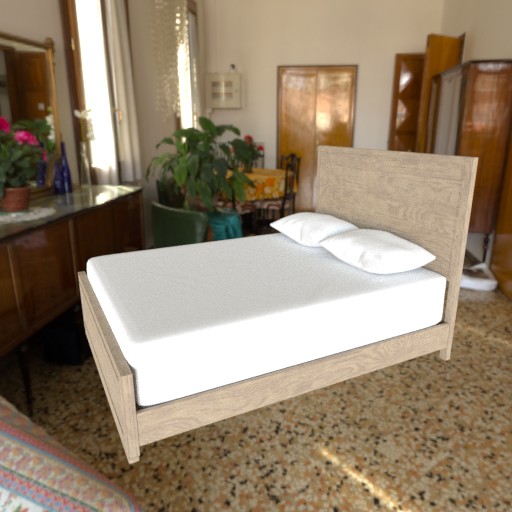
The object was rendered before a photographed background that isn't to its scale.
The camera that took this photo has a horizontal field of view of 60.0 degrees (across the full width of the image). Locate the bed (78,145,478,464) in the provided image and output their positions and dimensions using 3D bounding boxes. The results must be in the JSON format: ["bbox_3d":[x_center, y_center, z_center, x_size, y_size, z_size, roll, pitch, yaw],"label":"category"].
[{"bbox_3d":[0.000,0.000,3.072,2.189,1.369,1.606,-9,19,-26],"label":"bed"}]
